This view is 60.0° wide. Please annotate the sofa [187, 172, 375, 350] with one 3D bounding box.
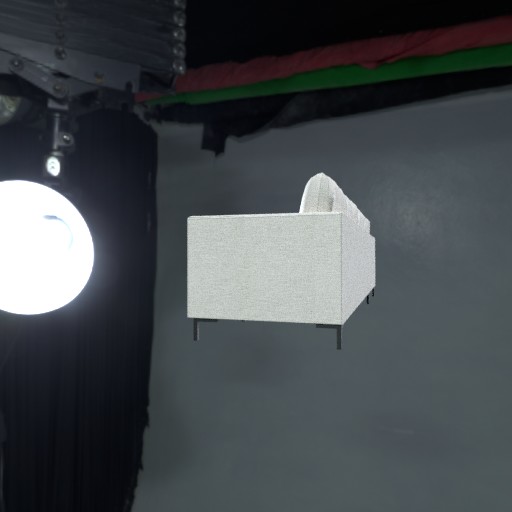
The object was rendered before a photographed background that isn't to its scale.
[{"bbox_3d":[0.000,0.000,4.249,2.048,0.996,3.384,0,0,18],"label":"sofa"}]
